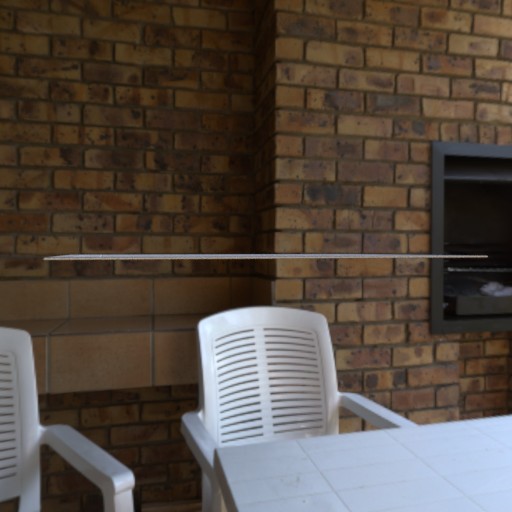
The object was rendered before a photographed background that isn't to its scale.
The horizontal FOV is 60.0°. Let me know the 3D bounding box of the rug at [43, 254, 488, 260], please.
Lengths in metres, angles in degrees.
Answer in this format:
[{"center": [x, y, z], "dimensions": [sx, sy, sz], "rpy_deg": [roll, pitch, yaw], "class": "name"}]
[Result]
[{"center": [0.000, 0.000, 3.005], "dimensions": [2.438, 0.012, 1.524], "rpy_deg": [0, 1, -19], "class": "rug"}]
